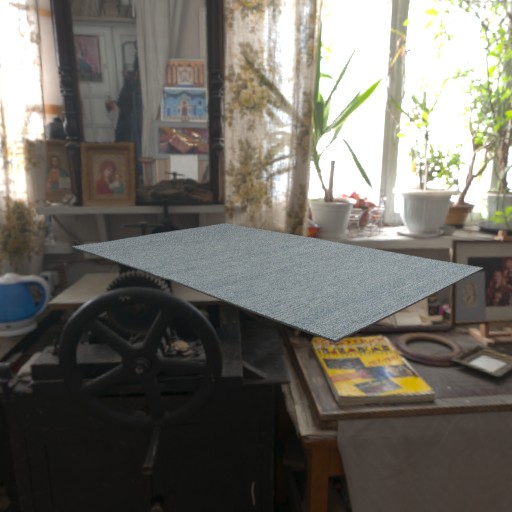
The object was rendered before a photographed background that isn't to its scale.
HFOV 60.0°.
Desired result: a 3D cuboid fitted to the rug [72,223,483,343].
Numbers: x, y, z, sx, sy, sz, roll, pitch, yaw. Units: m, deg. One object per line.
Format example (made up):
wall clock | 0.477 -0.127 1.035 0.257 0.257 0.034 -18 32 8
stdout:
rug | 0.000 0.000 2.314 1.174 0.022 1.853 -13 18 -43
